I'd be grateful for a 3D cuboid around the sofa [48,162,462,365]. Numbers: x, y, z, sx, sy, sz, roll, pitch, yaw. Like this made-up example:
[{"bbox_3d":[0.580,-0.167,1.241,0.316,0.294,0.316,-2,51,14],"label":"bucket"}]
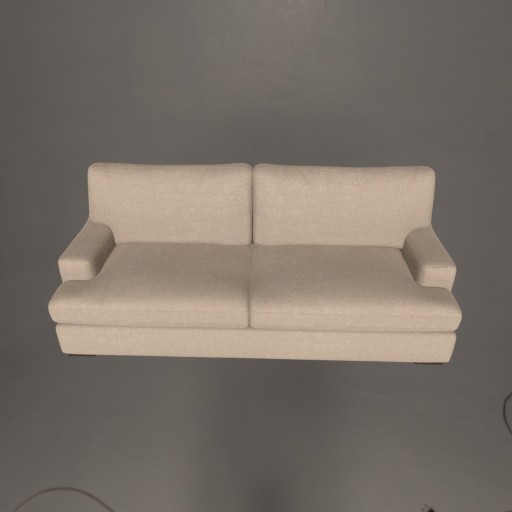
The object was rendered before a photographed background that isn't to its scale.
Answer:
[{"bbox_3d":[0.000,0.000,2.803,2.354,0.980,0.962,1,31,2],"label":"sofa"}]
